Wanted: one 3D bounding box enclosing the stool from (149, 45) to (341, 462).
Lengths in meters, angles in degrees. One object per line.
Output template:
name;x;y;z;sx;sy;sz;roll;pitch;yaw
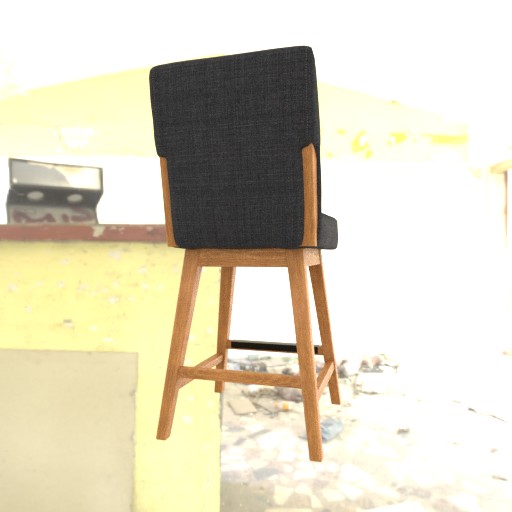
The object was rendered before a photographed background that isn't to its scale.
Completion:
stool;0.000;0.000;1.340;0.459;1.010;0.526;0;1;17
